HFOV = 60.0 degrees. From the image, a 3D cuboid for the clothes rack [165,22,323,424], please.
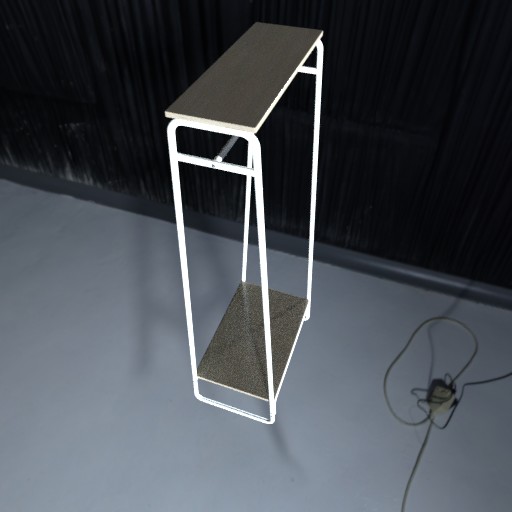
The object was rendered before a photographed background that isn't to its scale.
[{"bbox_3d":[0.000,0.000,1.765,0.400,1.512,0.640,14,48,14],"label":"clothes rack"}]
